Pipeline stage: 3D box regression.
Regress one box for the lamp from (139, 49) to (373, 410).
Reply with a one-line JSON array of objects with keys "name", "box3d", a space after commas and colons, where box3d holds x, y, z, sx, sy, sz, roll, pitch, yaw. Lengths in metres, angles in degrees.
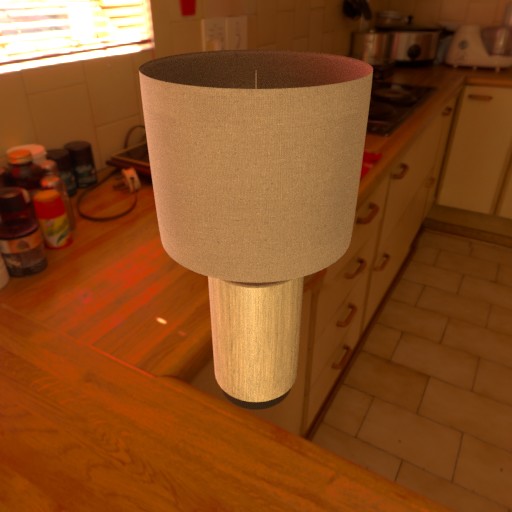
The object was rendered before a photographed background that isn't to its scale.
[{"name": "lamp", "box3d": [0.000, 0.000, 0.555, 0.228, 0.444, 0.228, 0, 32, 0]}]
